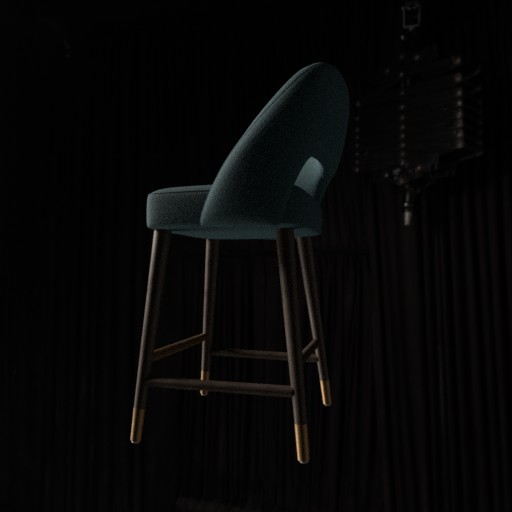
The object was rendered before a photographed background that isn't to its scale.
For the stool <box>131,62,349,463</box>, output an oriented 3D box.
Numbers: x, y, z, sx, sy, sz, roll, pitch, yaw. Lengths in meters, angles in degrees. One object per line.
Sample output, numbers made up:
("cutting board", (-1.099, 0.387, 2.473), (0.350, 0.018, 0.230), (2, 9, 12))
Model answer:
("stool", (0.000, 0.000, 1.260), (0.522, 0.939, 0.536), (-1, -2, 16))
